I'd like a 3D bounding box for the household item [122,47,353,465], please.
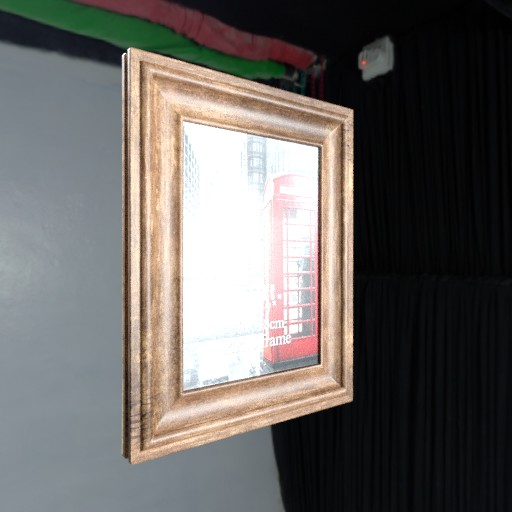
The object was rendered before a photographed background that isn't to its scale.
[{"bbox_3d":[0.000,0.000,0.311,0.186,0.237,0.018,0,0,-36],"label":"household item"}]
